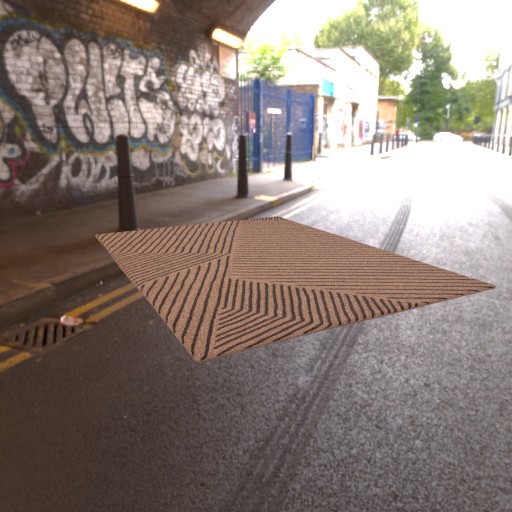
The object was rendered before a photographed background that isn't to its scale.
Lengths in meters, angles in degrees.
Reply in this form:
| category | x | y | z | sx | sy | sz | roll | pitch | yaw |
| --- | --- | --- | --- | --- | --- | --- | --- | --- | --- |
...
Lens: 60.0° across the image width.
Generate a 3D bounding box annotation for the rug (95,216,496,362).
| category | x | y | z | sx | sy | sz | roll | pitch | yaw |
| --- | --- | --- | --- | --- | --- | --- | --- | --- | --- |
| rug | 0.000 | 0.000 | 3.163 | 1.829 | 0.028 | 2.449 | -8 | 18 | -27 |
